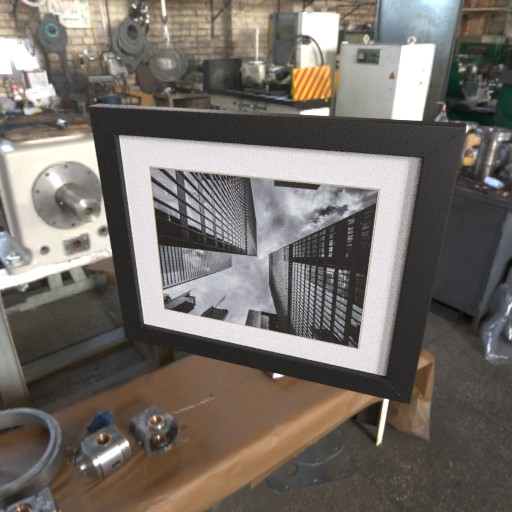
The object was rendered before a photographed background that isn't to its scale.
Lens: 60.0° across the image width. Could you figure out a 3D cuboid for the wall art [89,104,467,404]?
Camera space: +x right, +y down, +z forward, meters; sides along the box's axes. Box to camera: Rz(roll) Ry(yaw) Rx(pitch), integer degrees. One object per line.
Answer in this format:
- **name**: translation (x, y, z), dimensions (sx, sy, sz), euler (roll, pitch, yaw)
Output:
- **wall art**: translation (0.000, 0.000, 0.737), dimensions (0.558, 0.457, 0.031), euler (9, 28, 17)
